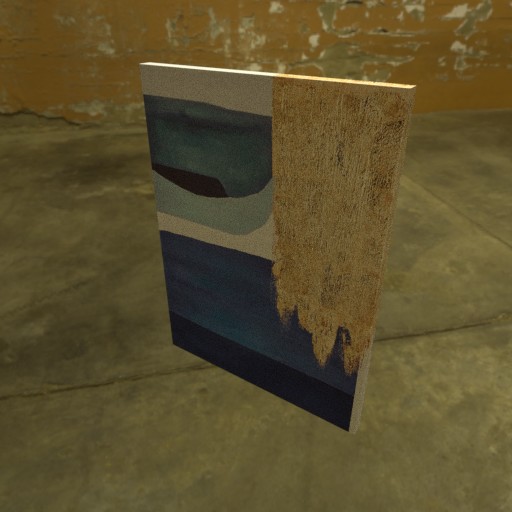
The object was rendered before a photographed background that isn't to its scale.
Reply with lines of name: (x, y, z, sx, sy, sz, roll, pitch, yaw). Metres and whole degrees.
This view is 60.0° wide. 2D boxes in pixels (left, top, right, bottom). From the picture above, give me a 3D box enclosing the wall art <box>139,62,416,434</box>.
wall art: (0.000, 0.000, 0.797, 0.458, 0.613, 0.026, 18, 34, 29)
